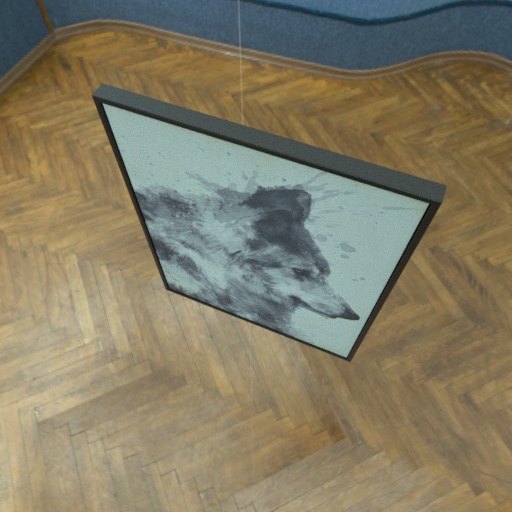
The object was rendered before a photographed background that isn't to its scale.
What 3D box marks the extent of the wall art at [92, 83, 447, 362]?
[{"bbox_3d":[0.000,0.000,0.769,0.451,0.551,0.028,20,61,12],"label":"wall art"}]
